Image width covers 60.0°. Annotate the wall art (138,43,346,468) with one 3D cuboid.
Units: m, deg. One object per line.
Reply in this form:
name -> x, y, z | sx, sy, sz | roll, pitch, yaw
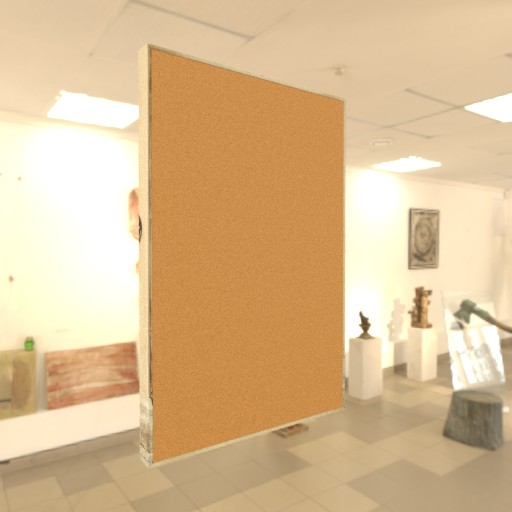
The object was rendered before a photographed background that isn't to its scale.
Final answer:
wall art -> 0.000, 0.000, 0.763 | 0.403, 0.607, 0.036 | -1, 1, -36
